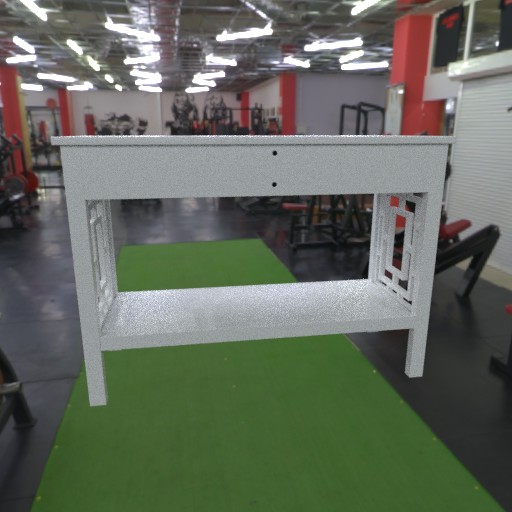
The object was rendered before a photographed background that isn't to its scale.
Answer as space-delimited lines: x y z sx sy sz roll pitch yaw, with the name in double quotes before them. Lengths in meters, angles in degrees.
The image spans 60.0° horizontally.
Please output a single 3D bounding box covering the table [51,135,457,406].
"table" 0.000 0.000 1.441 1.068 0.753 0.397 -2 16 -9
